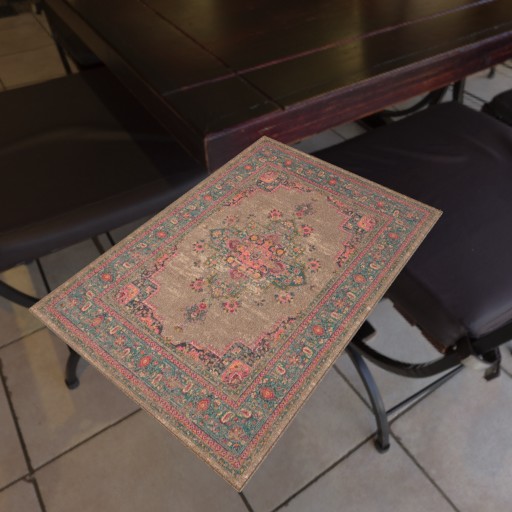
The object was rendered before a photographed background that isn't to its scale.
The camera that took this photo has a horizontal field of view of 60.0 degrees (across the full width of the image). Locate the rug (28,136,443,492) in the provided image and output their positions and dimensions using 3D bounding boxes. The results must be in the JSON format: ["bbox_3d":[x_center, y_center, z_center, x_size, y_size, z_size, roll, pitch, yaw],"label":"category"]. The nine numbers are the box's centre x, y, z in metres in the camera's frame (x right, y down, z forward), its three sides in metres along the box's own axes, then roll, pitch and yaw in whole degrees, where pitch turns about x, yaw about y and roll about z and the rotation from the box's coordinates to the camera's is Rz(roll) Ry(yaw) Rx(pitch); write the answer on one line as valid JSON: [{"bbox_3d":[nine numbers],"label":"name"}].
[{"bbox_3d":[0.000,0.000,3.609,2.005,0.013,2.890,30,54,24],"label":"rug"}]
